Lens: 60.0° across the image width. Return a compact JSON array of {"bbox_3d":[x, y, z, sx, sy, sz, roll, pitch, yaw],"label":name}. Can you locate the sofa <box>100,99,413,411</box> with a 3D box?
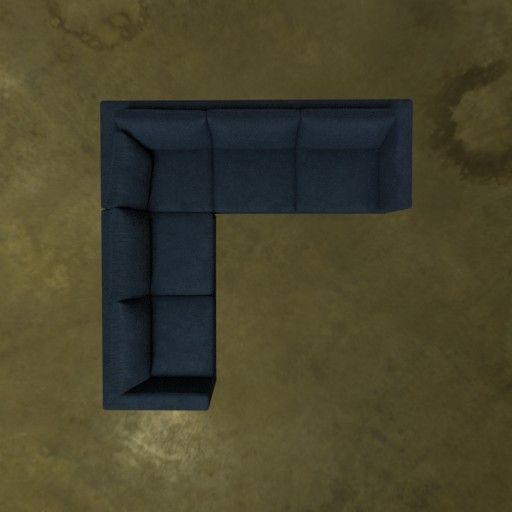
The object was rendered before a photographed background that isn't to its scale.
[{"bbox_3d":[0.000,0.000,3.762,2.463,0.988,2.472,0,91,1],"label":"sofa"}]
